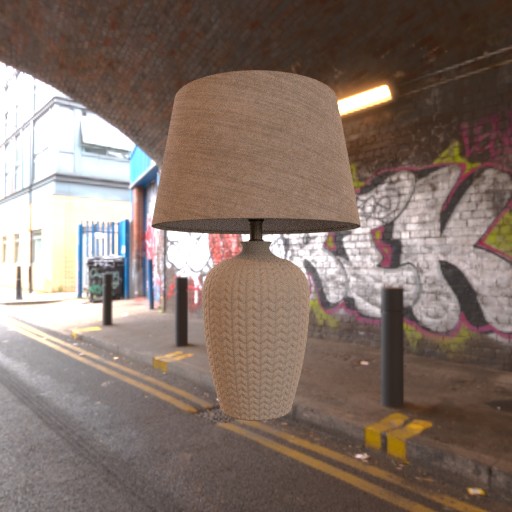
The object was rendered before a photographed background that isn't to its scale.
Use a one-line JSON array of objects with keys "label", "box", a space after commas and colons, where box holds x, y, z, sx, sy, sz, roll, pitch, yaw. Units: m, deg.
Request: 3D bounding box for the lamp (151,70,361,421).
[{"label": "lamp", "box": [0.000, 0.000, 0.846, 0.390, 0.580, 0.390, 0, -1, 0]}]
